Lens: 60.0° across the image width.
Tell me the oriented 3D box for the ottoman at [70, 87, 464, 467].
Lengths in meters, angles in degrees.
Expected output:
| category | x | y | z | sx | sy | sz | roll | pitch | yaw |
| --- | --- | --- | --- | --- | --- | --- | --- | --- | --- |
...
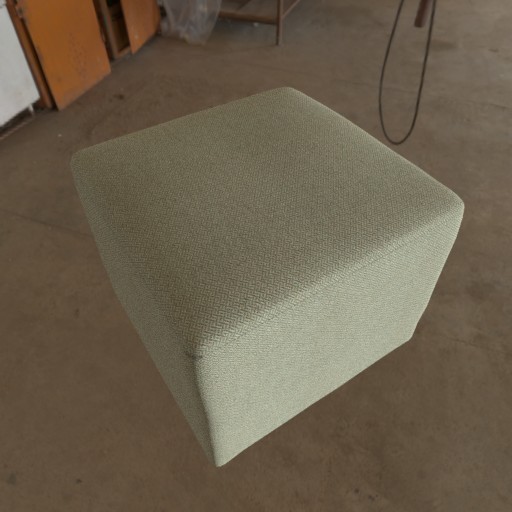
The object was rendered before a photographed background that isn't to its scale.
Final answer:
| category | x | y | z | sx | sy | sz | roll | pitch | yaw |
| --- | --- | --- | --- | --- | --- | --- | --- | --- | --- |
| ottoman | 0.000 | 0.000 | 0.901 | 0.521 | 0.453 | 0.512 | -26 | 52 | -22 |
